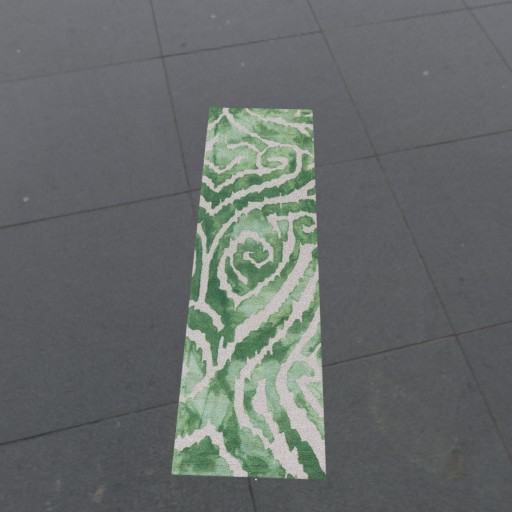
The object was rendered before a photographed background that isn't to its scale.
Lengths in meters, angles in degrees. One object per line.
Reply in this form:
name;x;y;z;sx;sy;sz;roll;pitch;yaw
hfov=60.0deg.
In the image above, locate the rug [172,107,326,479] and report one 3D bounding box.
rug;0.000;0.000;2.730;0.761;0.006;2.438;2;63;1
